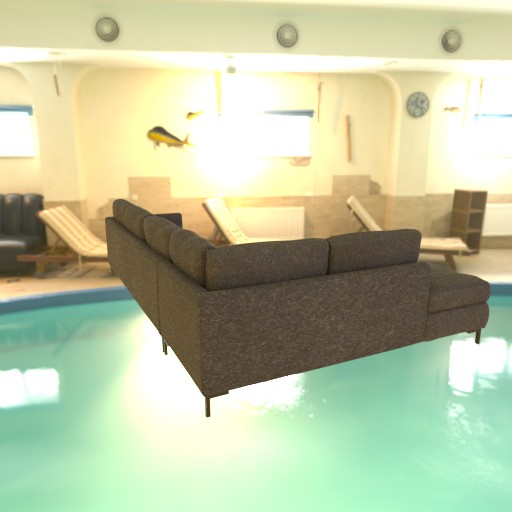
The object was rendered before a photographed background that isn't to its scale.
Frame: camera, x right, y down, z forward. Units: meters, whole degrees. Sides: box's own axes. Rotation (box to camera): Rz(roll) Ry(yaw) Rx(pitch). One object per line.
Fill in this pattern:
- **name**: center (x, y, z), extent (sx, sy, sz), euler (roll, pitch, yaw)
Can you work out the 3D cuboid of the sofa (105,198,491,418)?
- **sofa**: center (0.000, 0.000, 3.721), extent (2.007, 0.815, 2.949), euler (-6, 15, -26)
